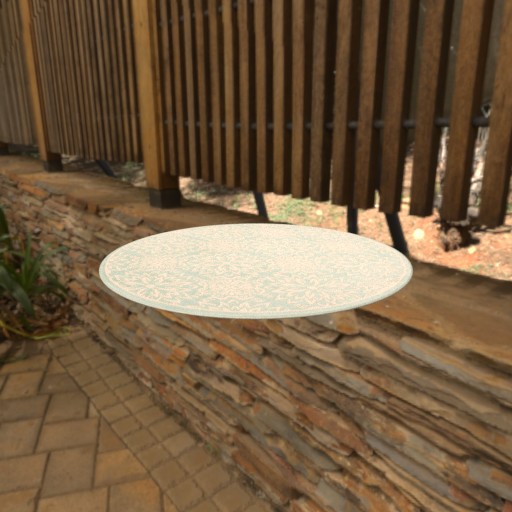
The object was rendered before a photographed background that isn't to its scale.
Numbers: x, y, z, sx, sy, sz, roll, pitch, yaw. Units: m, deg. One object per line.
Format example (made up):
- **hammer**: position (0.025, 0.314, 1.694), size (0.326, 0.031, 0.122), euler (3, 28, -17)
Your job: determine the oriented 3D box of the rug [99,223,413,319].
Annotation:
- **rug**: position (0.000, 0.000, 2.375), size (1.593, 0.012, 1.593), euler (0, 17, 0)
